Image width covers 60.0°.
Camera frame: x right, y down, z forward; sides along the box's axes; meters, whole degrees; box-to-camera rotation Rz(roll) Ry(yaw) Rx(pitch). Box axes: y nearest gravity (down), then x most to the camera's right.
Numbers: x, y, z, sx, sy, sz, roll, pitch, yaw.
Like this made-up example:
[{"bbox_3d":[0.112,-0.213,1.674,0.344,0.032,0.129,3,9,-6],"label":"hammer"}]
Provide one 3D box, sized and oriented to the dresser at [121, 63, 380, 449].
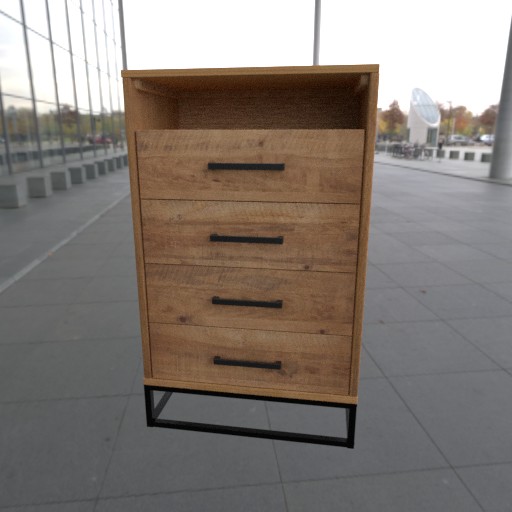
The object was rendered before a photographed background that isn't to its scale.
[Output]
[{"bbox_3d":[0.000,0.000,1.638,0.761,1.240,0.479,2,15,9],"label":"dresser"}]
